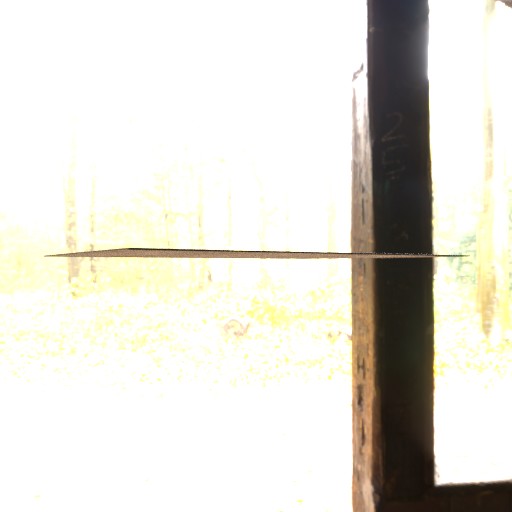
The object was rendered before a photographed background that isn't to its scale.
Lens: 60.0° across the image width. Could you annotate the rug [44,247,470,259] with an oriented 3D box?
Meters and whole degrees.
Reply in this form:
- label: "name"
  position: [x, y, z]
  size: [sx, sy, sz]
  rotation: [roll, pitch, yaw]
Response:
- label: "rug"
  position: [0.000, 0.000, 4.238]
  size: [3.307, 0.013, 2.393]
  rotation: [1, -1, -35]
